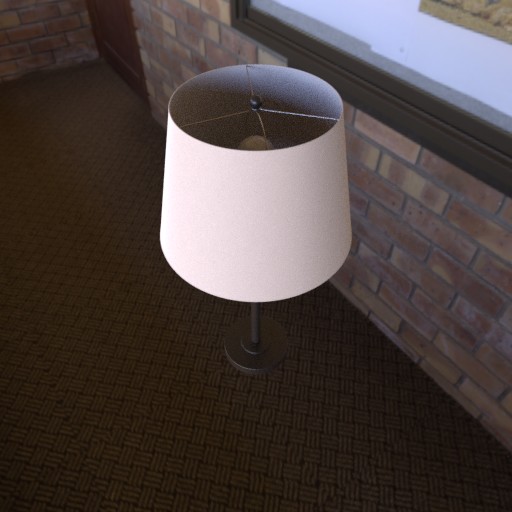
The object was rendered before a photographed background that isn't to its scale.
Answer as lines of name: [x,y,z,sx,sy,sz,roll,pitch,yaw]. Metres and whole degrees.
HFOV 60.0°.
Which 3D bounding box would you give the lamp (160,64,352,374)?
lamp: [0.000,0.000,0.910,0.363,0.696,0.363,0,47,0]
